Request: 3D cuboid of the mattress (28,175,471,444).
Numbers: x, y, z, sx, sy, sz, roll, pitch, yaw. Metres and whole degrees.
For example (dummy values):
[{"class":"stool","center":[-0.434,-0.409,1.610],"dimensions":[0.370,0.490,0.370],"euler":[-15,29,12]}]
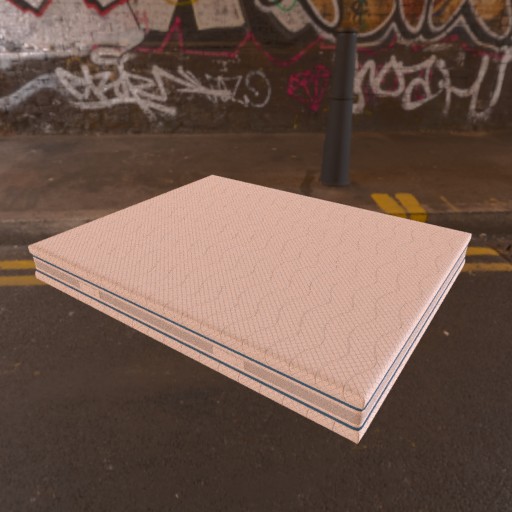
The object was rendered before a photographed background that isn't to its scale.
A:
[{"class":"mattress","center":[0.000,0.000,2.596],"dimensions":[2.000,0.230,1.600],"euler":[18,33,31]}]
